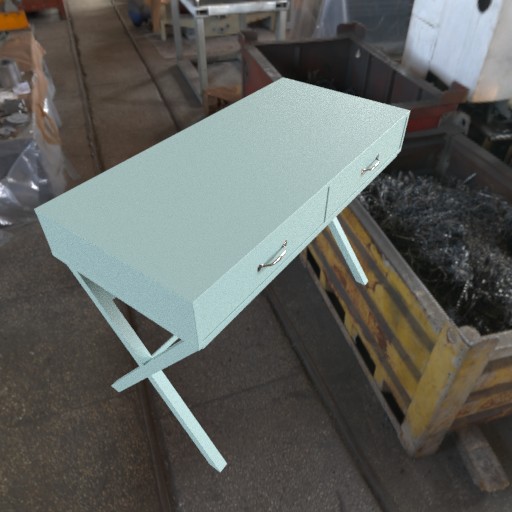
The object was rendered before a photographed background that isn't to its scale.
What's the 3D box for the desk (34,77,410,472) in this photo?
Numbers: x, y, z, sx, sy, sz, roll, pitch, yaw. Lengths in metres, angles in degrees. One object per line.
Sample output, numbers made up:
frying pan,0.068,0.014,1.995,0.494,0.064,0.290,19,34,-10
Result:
desk,0.000,0.000,1.508,0.525,0.780,1.057,26,48,26
